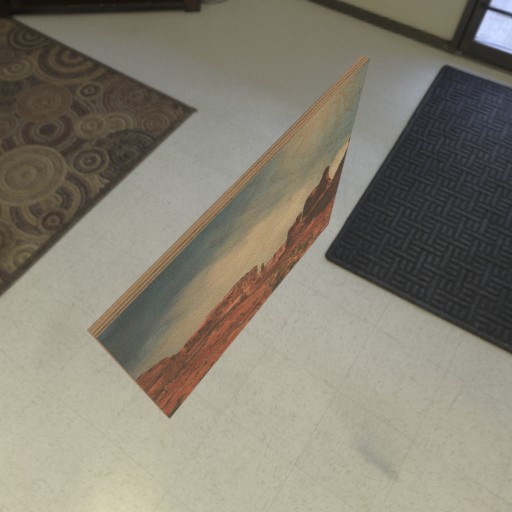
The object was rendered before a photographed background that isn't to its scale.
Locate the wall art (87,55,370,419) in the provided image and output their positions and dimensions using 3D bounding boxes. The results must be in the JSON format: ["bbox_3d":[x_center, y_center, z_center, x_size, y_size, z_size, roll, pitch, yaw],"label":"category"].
[{"bbox_3d":[0.000,0.000,0.690,0.013,0.406,0.508,33,65,18],"label":"wall art"}]
